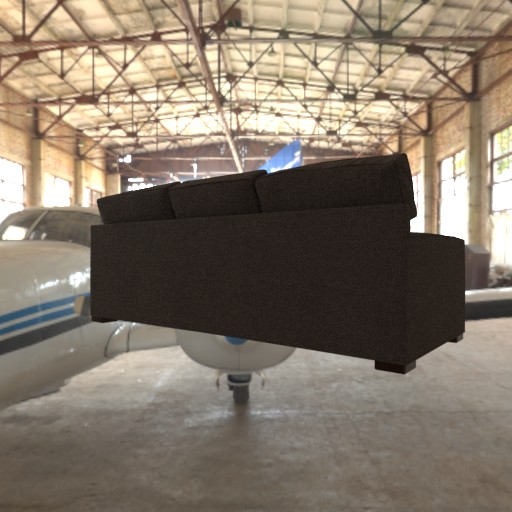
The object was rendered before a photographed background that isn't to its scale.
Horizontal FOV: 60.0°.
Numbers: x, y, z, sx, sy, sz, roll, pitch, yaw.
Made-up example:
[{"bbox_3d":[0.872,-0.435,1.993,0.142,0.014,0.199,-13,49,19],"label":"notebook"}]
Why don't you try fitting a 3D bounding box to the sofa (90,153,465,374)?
[{"bbox_3d":[0.000,0.000,2.944,2.369,0.978,1.004,0,0,38],"label":"sofa"}]
